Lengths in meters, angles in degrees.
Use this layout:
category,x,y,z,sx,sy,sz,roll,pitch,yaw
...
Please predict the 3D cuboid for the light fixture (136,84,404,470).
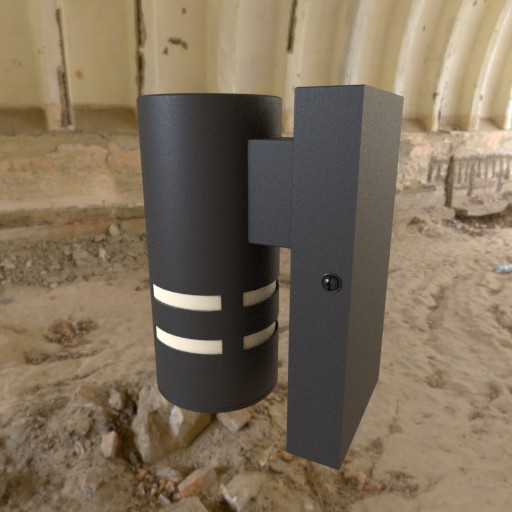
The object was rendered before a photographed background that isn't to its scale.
category,x,y,z,sx,sy,sz,roll,pitch,yaw
light fixture,0.000,0.000,0.262,0.138,0.179,0.098,8,18,25
